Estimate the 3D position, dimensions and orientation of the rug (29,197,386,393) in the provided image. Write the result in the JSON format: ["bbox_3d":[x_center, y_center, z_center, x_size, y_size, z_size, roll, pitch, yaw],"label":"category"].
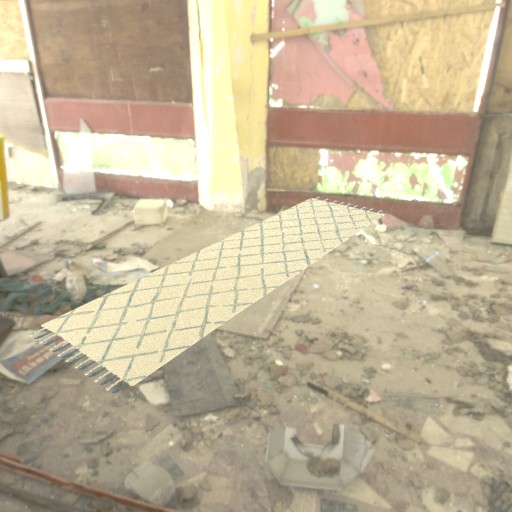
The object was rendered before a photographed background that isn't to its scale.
[{"bbox_3d":[0.000,0.000,2.537,0.620,0.008,2.372,18,31,33],"label":"rug"}]
